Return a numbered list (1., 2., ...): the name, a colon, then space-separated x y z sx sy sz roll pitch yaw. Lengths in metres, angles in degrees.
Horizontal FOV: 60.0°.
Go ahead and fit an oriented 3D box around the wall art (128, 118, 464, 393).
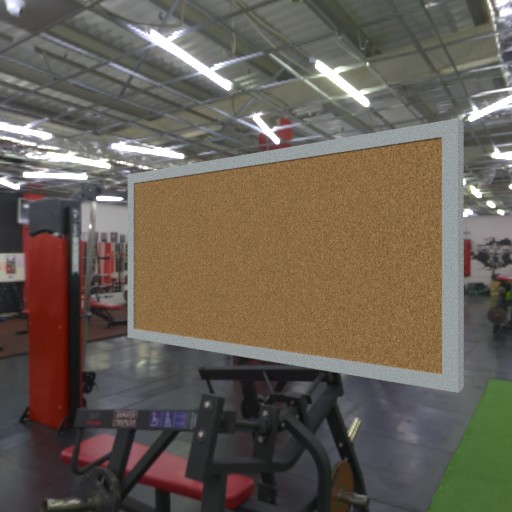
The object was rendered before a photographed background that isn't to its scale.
1. wall art: 0.000 0.000 0.949 0.812 0.431 0.038 0 0 36
